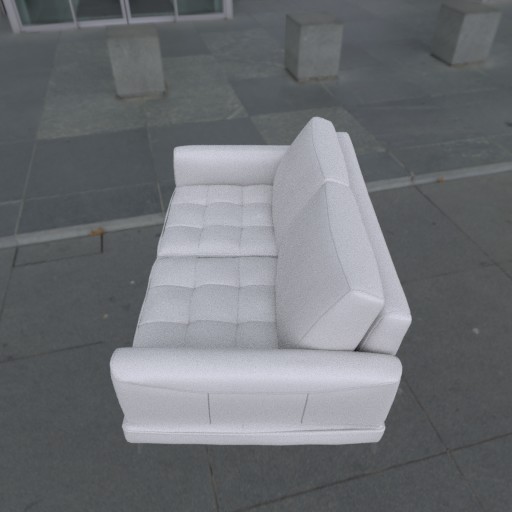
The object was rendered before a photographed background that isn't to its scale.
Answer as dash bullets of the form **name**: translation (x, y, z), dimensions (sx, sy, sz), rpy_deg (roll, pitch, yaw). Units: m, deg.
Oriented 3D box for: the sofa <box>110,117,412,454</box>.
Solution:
- **sofa**: translation (0.000, 0.000, 2.335), dimensions (1.121, 0.930, 1.819), rpy_deg (0, 41, 0)
